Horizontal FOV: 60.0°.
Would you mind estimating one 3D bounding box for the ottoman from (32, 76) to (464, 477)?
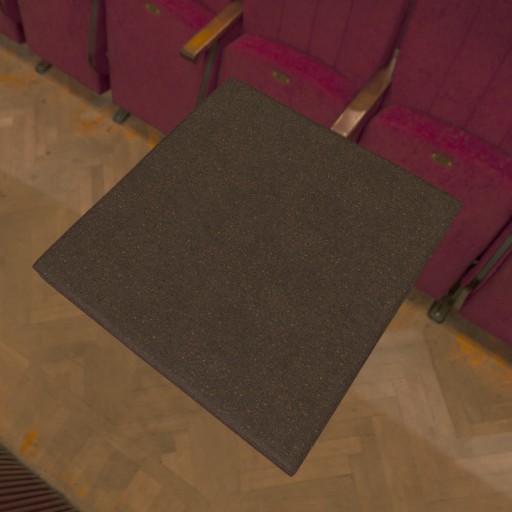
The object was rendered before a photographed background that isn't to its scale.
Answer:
[{"bbox_3d":[0.000,0.000,1.540,0.968,0.382,1.004,34,69,15],"label":"ottoman"}]
